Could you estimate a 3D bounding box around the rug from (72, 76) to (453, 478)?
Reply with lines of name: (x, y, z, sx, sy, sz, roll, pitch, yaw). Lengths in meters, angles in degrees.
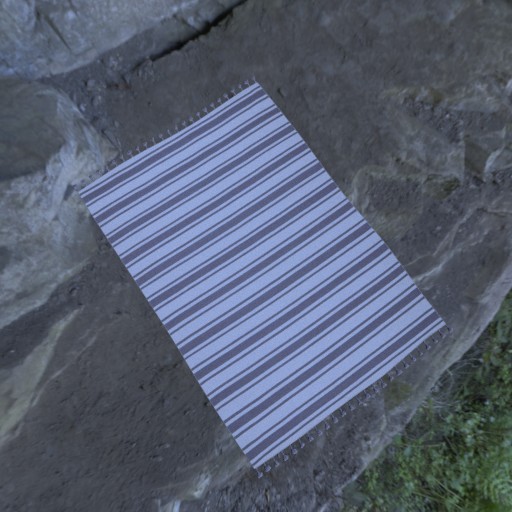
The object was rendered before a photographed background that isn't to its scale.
rug: (0.000, 0.000, 3.922, 2.030, 0.017, 3.040, -34, 79, -8)
